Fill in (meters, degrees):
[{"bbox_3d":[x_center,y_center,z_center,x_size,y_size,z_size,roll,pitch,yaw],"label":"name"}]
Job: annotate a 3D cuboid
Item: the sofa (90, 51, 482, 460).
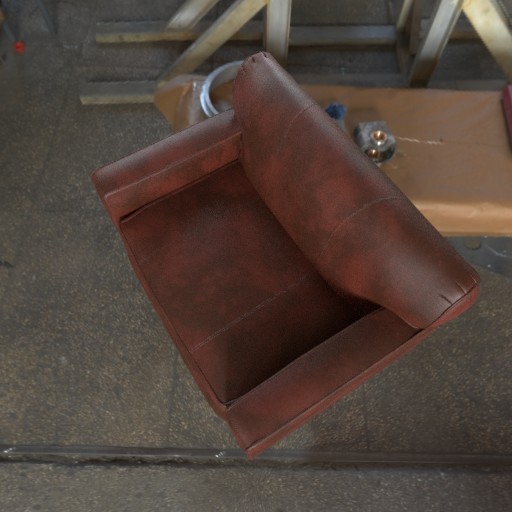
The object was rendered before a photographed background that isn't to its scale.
[{"bbox_3d":[0.000,0.000,1.990,1.000,0.956,1.413,-29,66,-14],"label":"sofa"}]
